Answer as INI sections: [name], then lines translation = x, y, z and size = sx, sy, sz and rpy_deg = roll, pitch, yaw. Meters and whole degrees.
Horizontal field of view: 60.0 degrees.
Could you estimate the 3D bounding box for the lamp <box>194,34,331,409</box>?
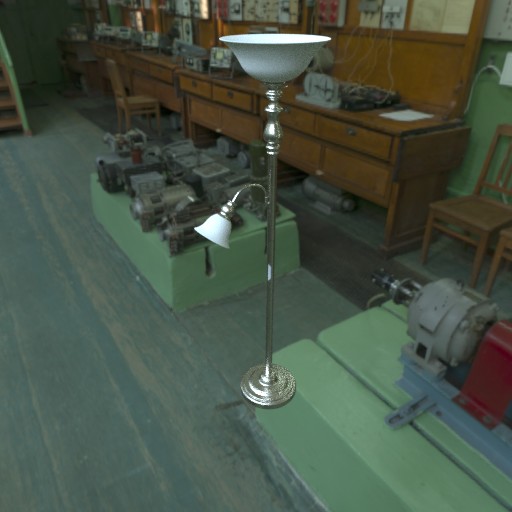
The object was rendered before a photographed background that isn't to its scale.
[lamp]
translation = 0.000, 0.000, 2.025
size = 0.575, 1.785, 0.405
rpy_deg = -19, 35, -30
